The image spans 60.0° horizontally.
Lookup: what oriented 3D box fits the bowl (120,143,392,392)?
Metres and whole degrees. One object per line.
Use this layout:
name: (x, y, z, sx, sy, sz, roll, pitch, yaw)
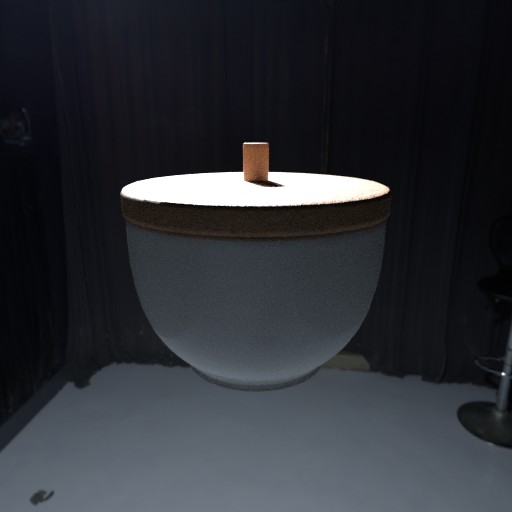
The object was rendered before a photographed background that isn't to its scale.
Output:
bowl: (0.000, 0.000, 0.224, 0.126, 0.110, 0.126, 0, 16, 0)
